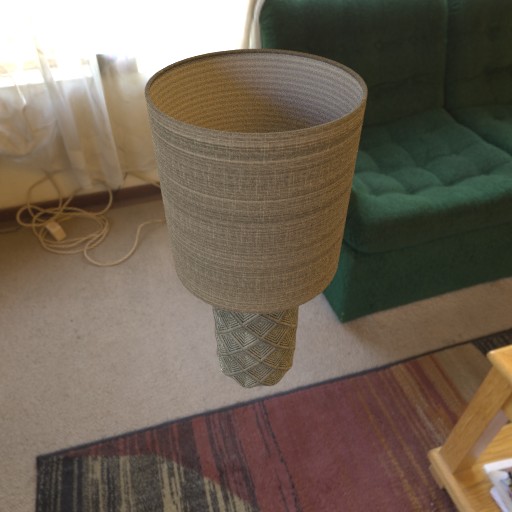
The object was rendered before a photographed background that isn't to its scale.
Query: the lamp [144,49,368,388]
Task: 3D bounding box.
[{"bbox_3d":[0.000,0.000,0.731,0.269,0.566,0.268,-25,48,-25],"label":"lamp"}]
